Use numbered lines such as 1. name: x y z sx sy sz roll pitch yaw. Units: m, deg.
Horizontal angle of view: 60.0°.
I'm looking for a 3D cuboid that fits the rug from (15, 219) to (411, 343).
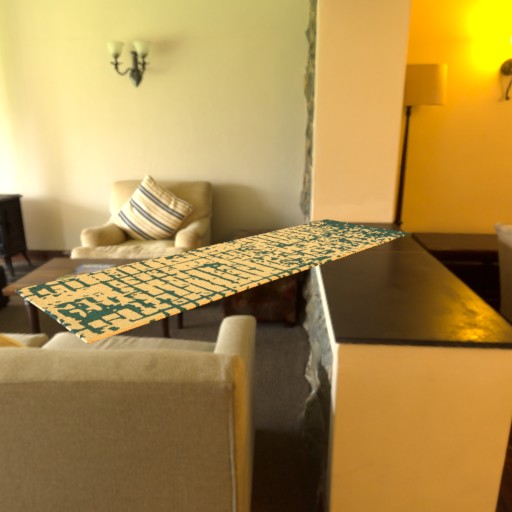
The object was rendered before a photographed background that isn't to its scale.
1. rug: 0.000 0.000 2.643 0.750 0.011 2.435 15 22 43
